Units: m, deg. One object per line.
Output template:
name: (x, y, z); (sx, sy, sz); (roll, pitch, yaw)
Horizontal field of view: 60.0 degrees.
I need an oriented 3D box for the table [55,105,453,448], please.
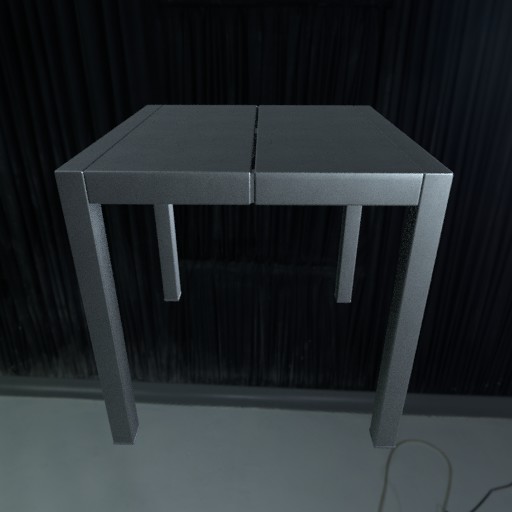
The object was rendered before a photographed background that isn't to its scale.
table: (0.000, 0.000, 0.902); (0.508, 0.508, 0.508); (0, 28, 1)
